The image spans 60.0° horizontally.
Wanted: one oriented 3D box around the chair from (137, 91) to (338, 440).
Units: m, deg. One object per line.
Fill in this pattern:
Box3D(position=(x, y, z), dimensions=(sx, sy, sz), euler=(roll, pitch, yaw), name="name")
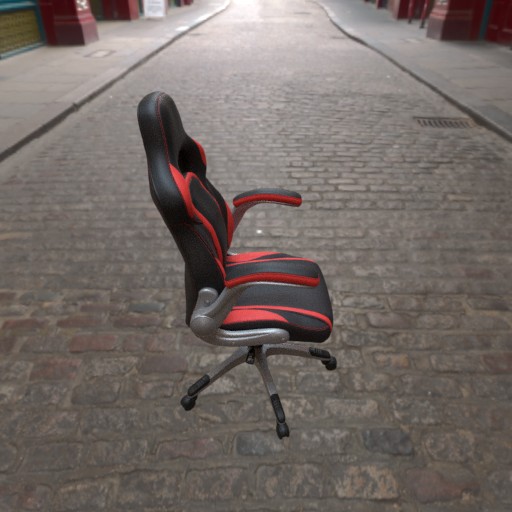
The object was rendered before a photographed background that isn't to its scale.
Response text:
Box3D(position=(0.000, 0.000, 1.661), dimensions=(0.712, 1.165, 0.758), euler=(0, 32, 0), name="chair")
